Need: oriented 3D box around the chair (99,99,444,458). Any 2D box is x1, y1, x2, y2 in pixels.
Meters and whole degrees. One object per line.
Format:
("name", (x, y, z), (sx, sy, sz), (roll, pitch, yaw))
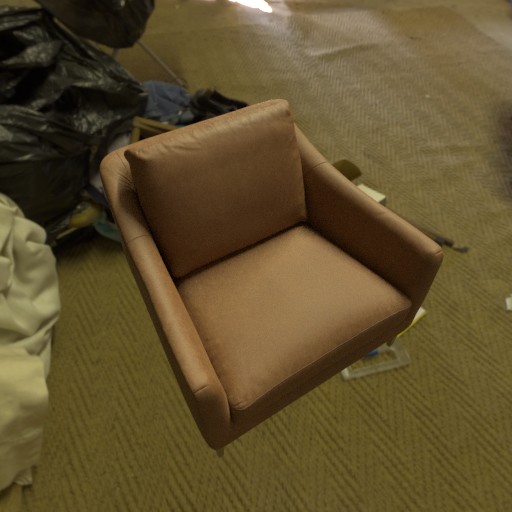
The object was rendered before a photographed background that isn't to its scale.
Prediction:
("chair", (0.000, 0.000, 1.719), (0.988, 0.895, 0.963), (-25, 51, -22))
